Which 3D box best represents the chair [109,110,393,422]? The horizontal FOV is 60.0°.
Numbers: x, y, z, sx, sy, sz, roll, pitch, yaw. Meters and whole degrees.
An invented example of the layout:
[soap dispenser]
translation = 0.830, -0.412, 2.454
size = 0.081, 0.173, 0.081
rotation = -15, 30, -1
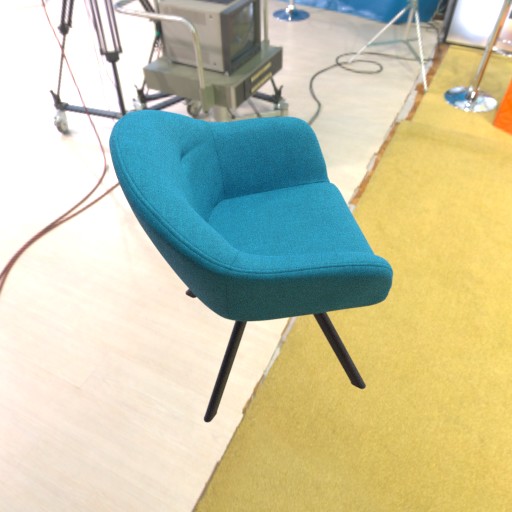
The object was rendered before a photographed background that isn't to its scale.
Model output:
[chair]
translation = 0.000, 0.000, 1.145
size = 0.565, 0.775, 0.545
rotation = -9, 47, -9
